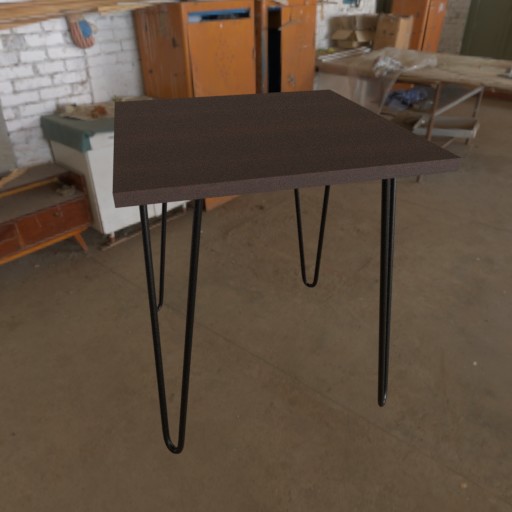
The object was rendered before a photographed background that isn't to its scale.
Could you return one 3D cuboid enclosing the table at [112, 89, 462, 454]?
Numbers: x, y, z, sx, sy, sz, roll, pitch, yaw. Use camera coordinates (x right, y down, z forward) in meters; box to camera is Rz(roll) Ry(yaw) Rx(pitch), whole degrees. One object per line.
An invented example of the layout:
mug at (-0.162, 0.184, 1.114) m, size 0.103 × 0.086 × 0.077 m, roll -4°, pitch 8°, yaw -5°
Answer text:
table at (0.000, 0.000, 0.948) m, size 0.495 × 0.559 × 0.495 m, roll -8°, pitch 33°, yaw -13°
